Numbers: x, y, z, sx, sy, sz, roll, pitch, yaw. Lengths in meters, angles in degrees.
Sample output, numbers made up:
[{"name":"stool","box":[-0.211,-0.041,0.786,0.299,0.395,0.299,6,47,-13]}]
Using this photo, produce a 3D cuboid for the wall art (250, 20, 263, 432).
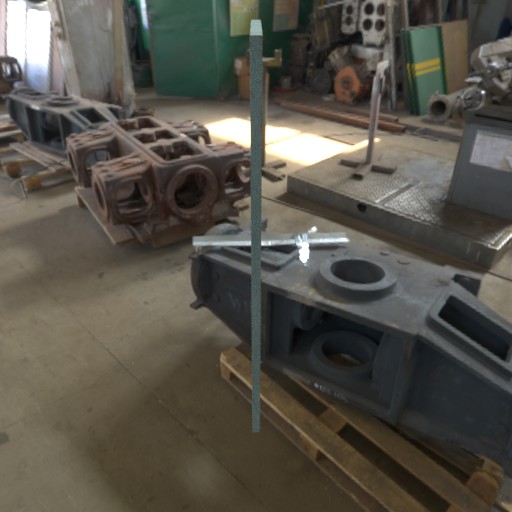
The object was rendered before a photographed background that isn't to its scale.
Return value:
[{"name":"wall art","box":[0.000,0.000,1.320,0.025,1.219,0.329,0,33,0]}]
